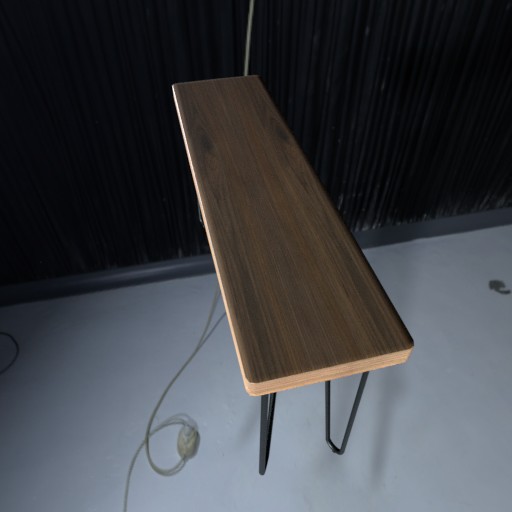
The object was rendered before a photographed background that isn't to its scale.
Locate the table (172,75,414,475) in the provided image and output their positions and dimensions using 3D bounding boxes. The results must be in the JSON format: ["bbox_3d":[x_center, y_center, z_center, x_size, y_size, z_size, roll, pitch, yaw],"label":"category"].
[{"bbox_3d":[0.000,0.000,1.863,0.425,0.834,1.570,-10,47,-10],"label":"table"}]
